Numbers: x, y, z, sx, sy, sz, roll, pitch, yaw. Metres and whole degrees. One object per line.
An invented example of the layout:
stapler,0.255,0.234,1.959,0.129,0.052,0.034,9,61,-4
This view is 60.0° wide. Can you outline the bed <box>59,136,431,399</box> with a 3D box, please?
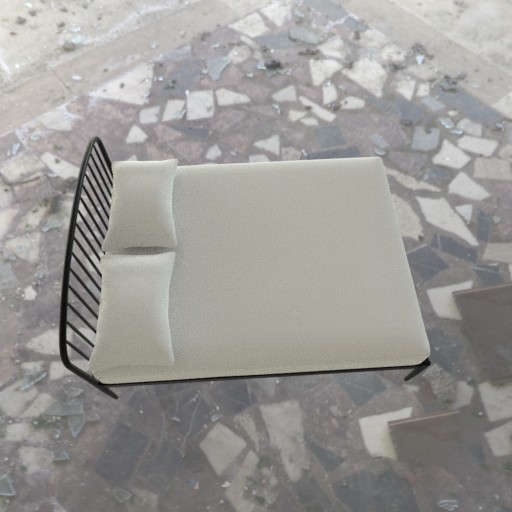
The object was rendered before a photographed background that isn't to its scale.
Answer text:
bed,0.000,0.000,3.093,2.159,1.166,1.618,-3,62,-2
